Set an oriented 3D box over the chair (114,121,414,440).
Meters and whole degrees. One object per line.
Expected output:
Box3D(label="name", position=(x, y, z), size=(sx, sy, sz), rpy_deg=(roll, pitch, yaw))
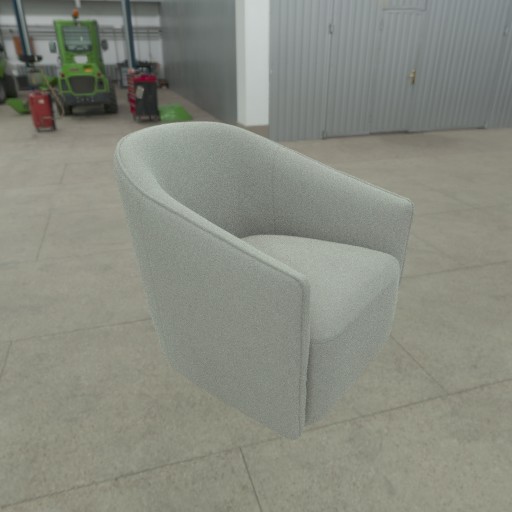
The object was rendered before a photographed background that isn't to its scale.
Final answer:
Box3D(label="chair", position=(0.000, 0.000, 1.520), size=(0.875, 0.799, 0.747), rpy_deg=(18, 31, 33))
